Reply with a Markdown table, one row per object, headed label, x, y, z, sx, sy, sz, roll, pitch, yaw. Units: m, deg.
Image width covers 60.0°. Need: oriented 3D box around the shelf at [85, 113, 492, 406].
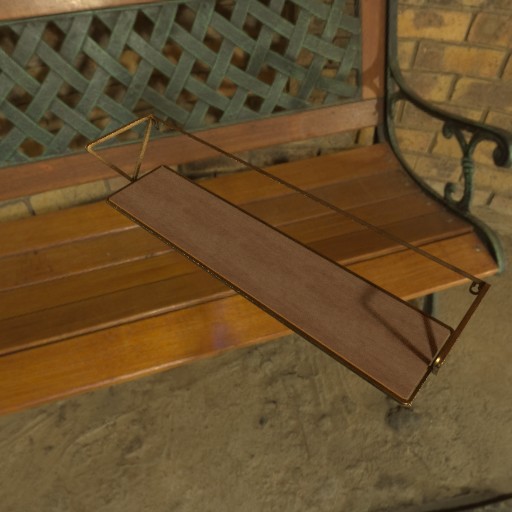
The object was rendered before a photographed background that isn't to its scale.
| label | x | y | z | sx | sy | sz | roll | pitch | yaw |
| --- | --- | --- | --- | --- | --- | --- | --- | --- | --- |
| shelf | 0.000 | 0.000 | 0.736 | 0.645 | 0.229 | 0.150 | 32 | 54 | 26 |
